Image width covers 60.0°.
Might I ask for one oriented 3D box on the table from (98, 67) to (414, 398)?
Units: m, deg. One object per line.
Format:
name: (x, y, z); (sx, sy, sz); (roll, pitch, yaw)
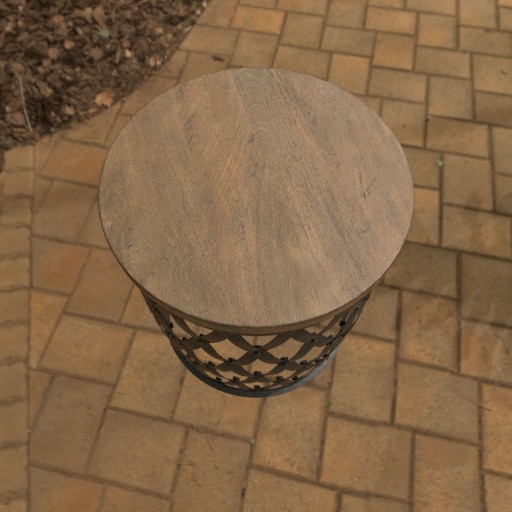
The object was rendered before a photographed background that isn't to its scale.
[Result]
table: (0.000, 0.000, 0.774); (0.405, 0.454, 0.405); (0, 63, 0)
